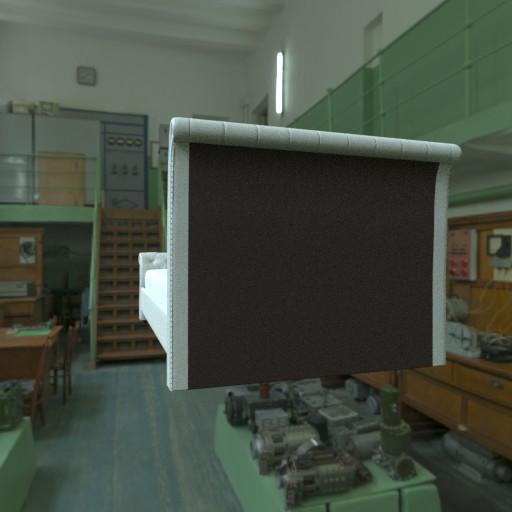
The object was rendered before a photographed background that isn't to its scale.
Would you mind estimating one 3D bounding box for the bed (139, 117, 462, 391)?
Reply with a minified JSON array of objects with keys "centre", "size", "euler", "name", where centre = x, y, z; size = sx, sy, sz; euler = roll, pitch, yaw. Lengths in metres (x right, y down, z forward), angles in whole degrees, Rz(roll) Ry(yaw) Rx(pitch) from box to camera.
[{"centre":[0.000,0.000,3.398],"size":[1.606,1.268,2.493],"euler":[0,0,-18],"name":"bed"}]
